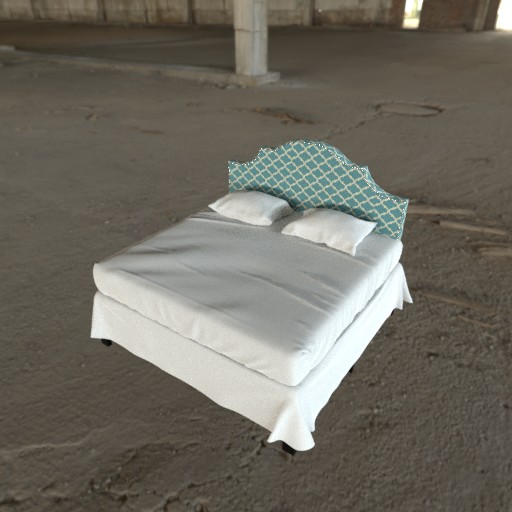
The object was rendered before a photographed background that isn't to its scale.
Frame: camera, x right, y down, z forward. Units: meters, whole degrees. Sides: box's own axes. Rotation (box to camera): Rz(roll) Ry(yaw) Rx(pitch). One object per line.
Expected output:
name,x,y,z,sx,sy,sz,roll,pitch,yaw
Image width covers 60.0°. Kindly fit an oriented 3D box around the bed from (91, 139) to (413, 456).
bed,0.000,0.000,3.881,2.314,1.601,2.222,19,35,30
